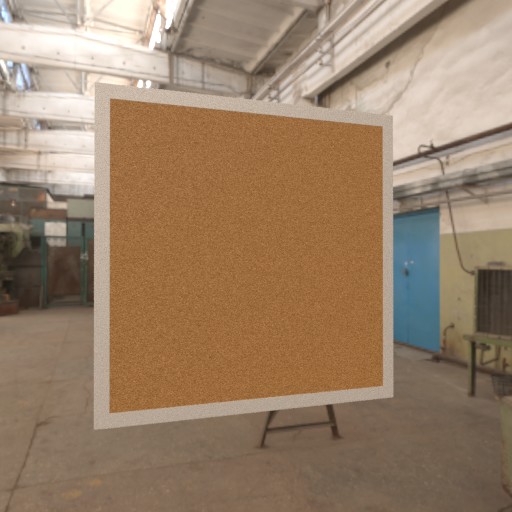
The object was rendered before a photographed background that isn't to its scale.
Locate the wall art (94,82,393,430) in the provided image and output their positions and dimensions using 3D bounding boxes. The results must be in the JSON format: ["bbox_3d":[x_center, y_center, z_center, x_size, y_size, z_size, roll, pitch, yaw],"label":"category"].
[{"bbox_3d":[0.000,0.000,0.742,0.507,0.508,0.038,0,0,-18],"label":"wall art"}]
